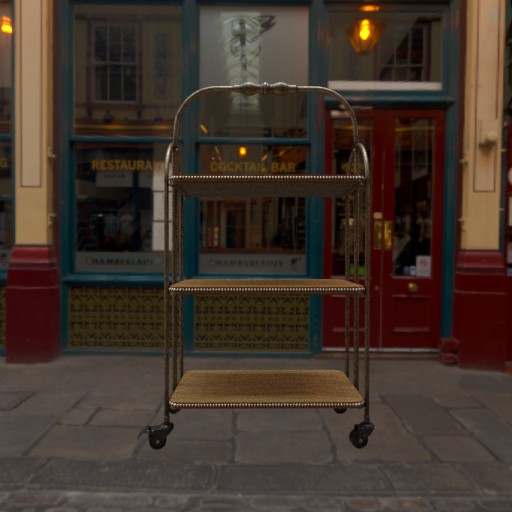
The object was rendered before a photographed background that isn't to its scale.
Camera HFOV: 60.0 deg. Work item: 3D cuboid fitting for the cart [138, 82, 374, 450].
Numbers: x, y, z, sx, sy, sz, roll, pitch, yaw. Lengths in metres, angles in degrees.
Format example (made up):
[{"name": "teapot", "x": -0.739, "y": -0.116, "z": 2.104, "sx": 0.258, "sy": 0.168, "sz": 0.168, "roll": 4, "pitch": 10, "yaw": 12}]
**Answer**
[{"name": "cart", "x": 0.000, "y": 0.000, "z": 1.348, "sx": 0.650, "sy": 1.052, "sz": 0.330, "roll": 0, "pitch": 0, "yaw": 0}]
